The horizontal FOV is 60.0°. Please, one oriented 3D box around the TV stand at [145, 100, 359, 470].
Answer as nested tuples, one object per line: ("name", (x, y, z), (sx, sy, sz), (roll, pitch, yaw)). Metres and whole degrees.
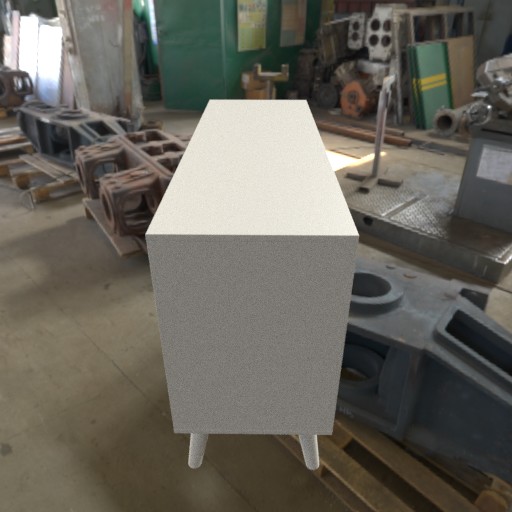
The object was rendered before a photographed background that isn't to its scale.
("TV stand", (0.000, 0.000, 1.560), (0.406, 0.812, 1.193), (0, 31, 1))
